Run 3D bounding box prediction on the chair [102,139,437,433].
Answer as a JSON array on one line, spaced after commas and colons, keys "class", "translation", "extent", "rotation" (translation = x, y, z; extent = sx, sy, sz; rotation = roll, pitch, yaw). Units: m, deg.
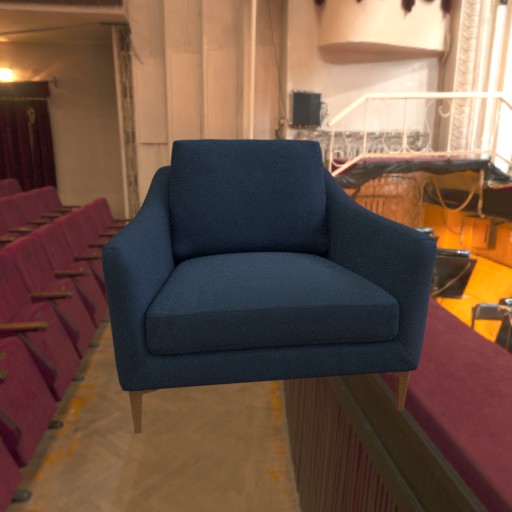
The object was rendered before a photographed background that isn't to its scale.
[{"class": "chair", "translation": [0.000, 0.000, 1.742], "extent": [0.987, 0.899, 0.961], "rotation": [-2, 14, -8]}]
